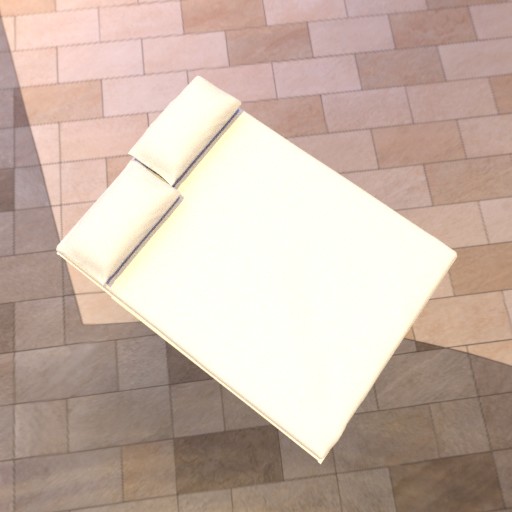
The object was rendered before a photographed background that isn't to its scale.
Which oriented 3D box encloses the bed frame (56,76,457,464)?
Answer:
[{"bbox_3d":[0.000,0.000,2.678,1.950,0.629,1.450,36,79,8],"label":"bed frame"}]
